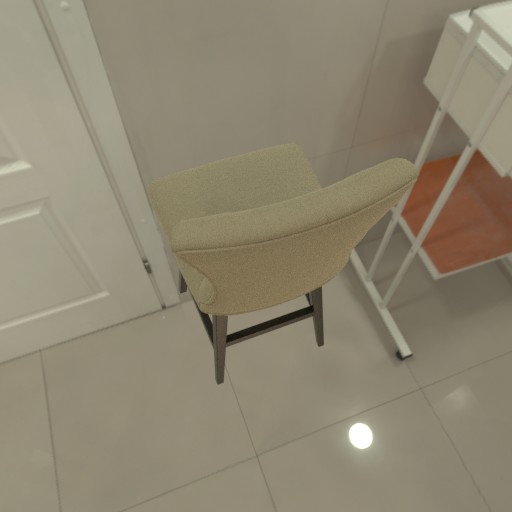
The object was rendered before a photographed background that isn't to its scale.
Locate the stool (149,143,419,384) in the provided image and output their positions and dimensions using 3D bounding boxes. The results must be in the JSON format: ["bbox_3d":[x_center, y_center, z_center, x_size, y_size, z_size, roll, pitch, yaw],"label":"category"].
[{"bbox_3d":[0.000,0.000,1.392,0.514,1.086,0.574,-18,60,-11],"label":"stool"}]
